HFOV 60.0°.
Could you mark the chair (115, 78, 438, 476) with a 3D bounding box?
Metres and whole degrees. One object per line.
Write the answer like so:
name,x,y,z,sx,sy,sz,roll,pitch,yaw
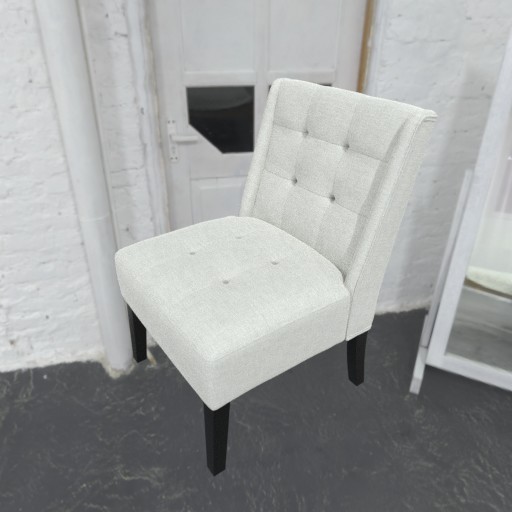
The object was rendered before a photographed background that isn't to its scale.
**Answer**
chair,0.000,0.000,1.281,0.676,0.853,0.569,-20,37,-30
